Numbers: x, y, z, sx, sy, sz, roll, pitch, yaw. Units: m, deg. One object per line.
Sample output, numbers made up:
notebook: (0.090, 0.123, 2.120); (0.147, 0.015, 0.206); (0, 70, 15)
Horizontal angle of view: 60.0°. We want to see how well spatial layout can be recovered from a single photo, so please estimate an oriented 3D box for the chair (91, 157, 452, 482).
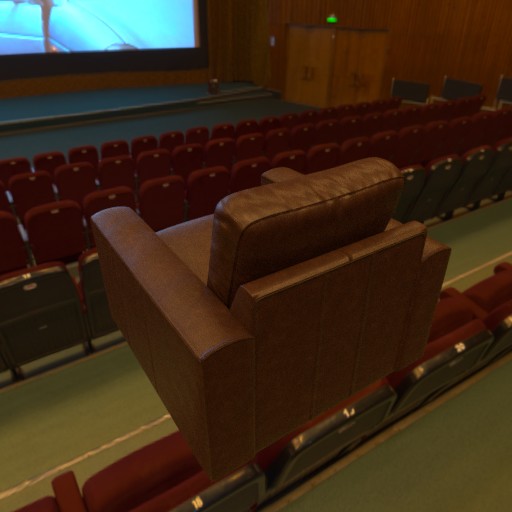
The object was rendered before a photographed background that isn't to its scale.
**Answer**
chair: (0.000, 0.000, 1.750); (1.005, 0.873, 1.016); (-19, 37, -28)
